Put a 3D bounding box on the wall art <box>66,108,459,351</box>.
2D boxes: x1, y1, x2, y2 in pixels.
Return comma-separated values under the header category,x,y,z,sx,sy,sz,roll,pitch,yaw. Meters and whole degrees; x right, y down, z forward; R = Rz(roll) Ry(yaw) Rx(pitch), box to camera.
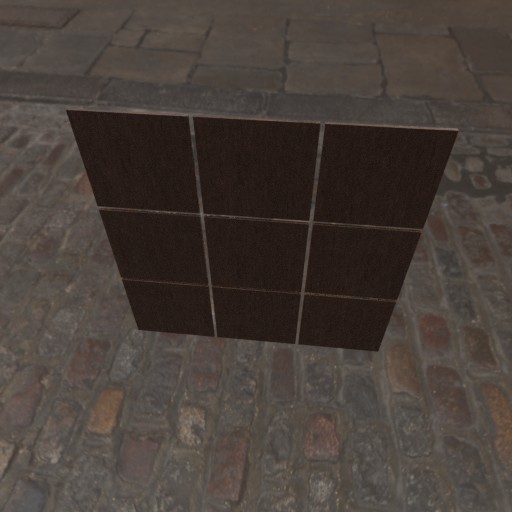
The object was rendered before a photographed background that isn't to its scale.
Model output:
category,x,y,z,sx,sy,sz,roll,pitch,yaw
wall art,0.000,0.000,2.264,1.527,1.525,0.014,4,46,4
